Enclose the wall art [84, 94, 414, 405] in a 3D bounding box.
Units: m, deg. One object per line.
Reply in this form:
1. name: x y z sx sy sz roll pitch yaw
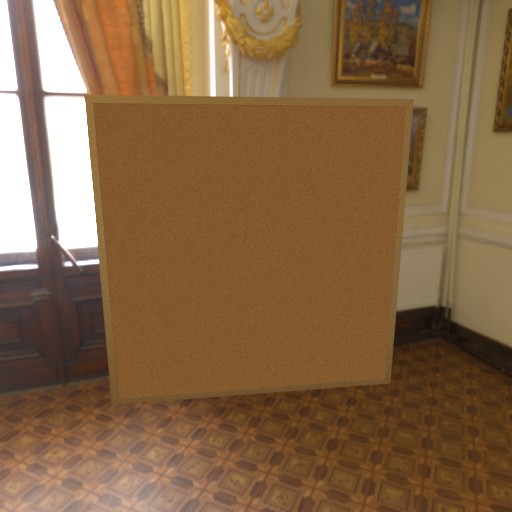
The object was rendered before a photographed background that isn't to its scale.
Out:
1. wall art: 0.000 0.000 1.128 0.762 0.762 0.038 -2 14 -8
